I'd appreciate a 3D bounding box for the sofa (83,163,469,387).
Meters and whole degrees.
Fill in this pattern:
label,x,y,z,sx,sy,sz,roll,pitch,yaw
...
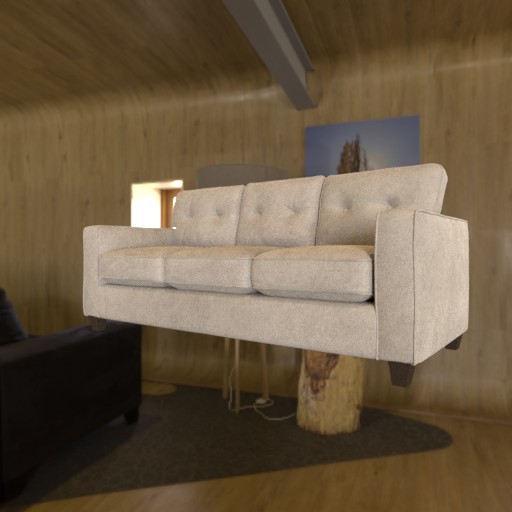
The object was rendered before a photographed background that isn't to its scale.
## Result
label,x,y,z,sx,sy,sz,roll,pitch,yaw
sofa,0.000,0.000,2.584,2.133,0.965,0.939,1,1,36
